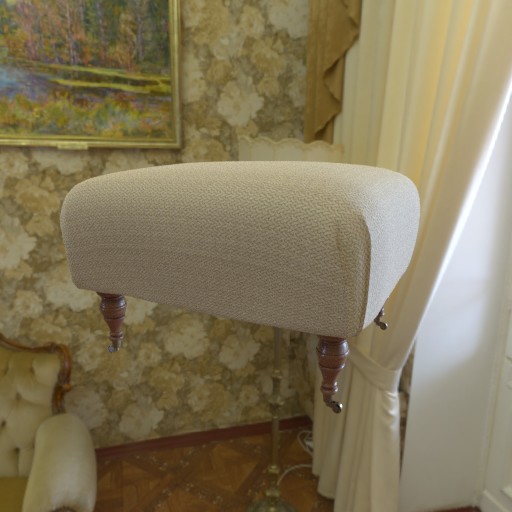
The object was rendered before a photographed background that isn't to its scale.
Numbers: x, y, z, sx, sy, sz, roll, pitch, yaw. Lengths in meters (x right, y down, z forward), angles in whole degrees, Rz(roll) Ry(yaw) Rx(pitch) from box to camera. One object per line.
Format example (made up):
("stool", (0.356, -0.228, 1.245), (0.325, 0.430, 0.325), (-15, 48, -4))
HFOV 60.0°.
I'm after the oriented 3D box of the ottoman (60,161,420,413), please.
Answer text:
("ottoman", (0.000, 0.000, 1.066), (0.684, 0.447, 0.622), (7, 15, 26))
